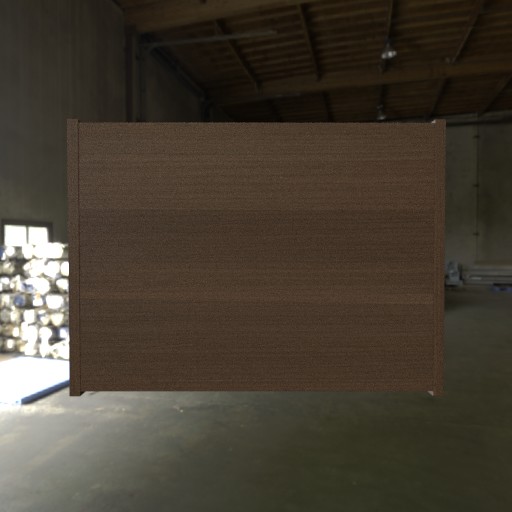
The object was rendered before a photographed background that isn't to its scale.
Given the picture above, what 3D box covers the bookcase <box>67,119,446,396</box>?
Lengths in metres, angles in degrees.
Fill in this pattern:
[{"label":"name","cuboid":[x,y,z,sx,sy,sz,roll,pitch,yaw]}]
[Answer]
[{"label":"bookcase","cuboid":[0.000,0.000,0.633,0.415,0.305,0.290,0,1,0]}]
